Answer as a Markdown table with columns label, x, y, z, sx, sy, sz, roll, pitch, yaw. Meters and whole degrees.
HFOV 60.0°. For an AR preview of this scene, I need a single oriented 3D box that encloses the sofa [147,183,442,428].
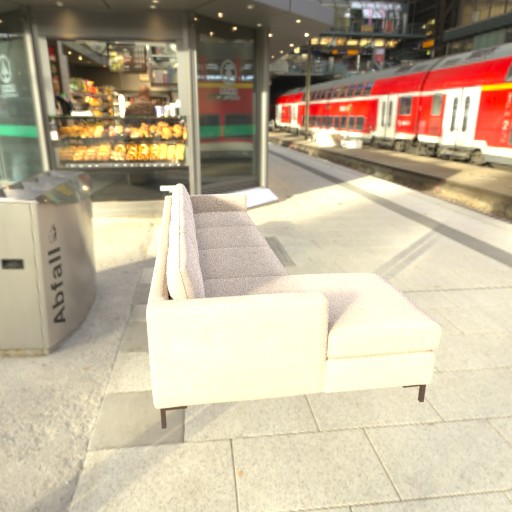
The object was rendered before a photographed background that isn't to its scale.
| label | x | y | z | sx | sy | sz | roll | pitch | yaw |
| --- | --- | --- | --- | --- | --- | --- | --- | --- | --- |
| sofa | 0.000 | 0.000 | 3.499 | 1.469 | 0.816 | 2.923 | -3 | 18 | -9 |
